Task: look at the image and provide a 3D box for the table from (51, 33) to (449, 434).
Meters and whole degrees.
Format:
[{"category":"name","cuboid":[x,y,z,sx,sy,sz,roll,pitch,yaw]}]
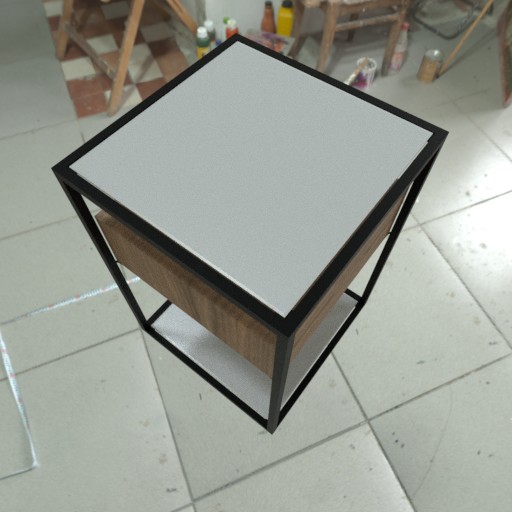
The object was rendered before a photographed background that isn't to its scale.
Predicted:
[{"category":"table","cuboid":[0.000,0.000,0.819,0.378,0.540,0.378,33,64,19]}]
